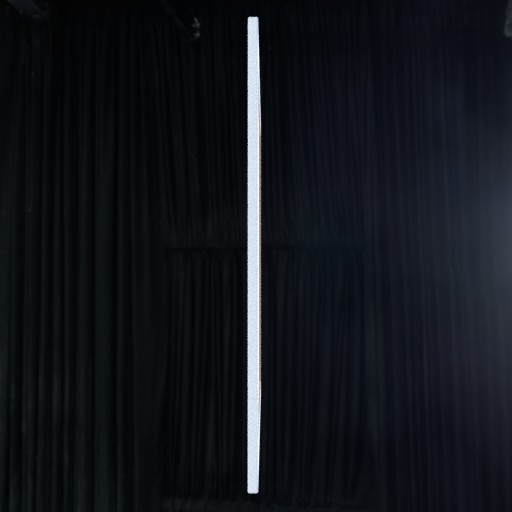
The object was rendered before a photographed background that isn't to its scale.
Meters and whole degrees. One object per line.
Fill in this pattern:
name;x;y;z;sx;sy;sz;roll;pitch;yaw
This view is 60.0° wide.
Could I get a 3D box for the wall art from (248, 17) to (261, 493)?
wall art;0.000;0.000;0.678;0.012;0.529;0.374;0;-1;1
